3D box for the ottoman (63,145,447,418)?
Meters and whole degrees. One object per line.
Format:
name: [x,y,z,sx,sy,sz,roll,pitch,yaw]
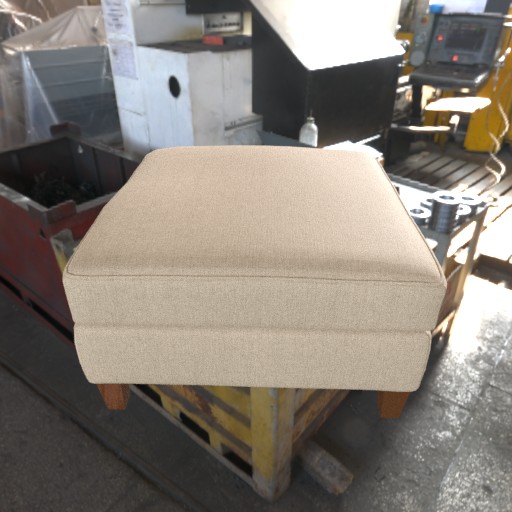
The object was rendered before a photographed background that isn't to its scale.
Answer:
ottoman: [0.000,0.000,1.361,0.838,0.503,0.838,1,32,2]
